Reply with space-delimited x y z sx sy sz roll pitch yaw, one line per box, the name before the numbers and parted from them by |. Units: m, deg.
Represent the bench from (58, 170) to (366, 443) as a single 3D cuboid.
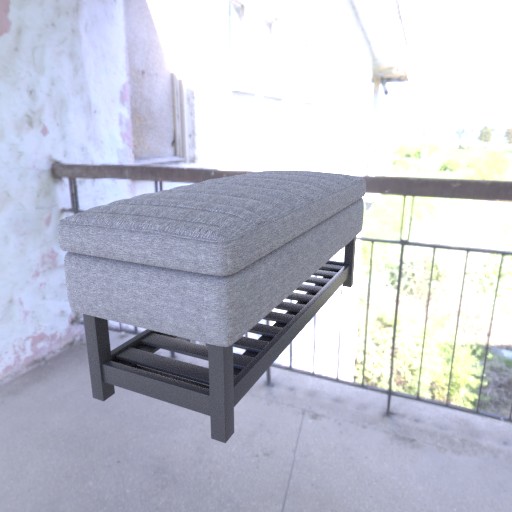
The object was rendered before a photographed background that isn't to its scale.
bench | 0.000 0.000 1.355 0.429 0.470 1.100 8 18 25
